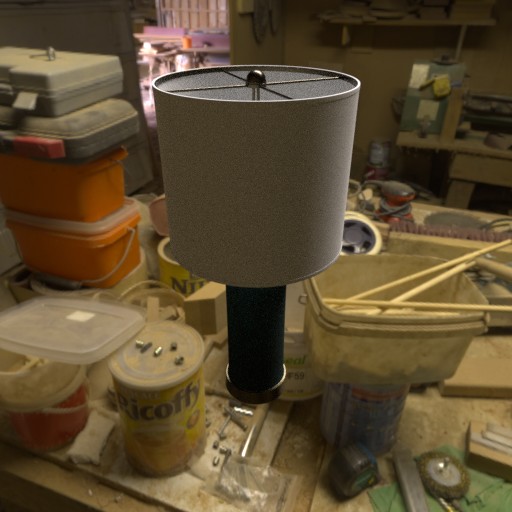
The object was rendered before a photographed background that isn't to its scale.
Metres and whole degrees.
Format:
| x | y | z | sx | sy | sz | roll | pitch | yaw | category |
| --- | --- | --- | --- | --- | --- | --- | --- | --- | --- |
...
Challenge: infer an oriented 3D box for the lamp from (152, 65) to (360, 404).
| x | y | z | sx | sy | sz | roll | pitch | yaw | category |
| --- | --- | --- | --- | --- | --- | --- | --- | --- | --- |
| 0.000 | 0.000 | 0.805 | 0.301 | 0.630 | 0.301 | 11 | 33 | 18 | lamp |
